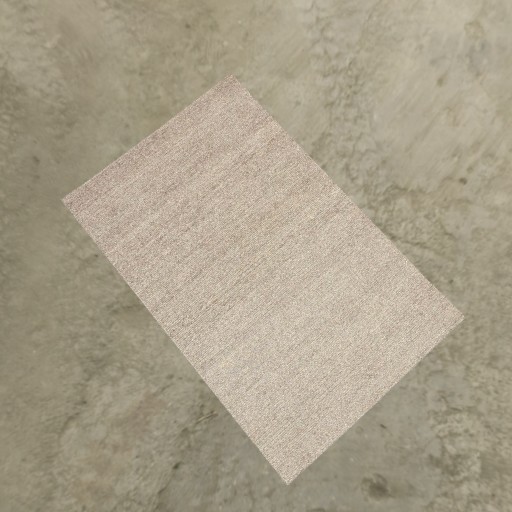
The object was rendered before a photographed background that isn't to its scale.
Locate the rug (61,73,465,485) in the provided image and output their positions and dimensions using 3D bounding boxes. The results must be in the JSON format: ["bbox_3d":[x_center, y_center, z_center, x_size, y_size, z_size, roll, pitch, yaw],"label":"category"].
[{"bbox_3d":[0.000,0.000,2.222,1.154,0.021,1.792,-39,79,-9],"label":"rug"}]
